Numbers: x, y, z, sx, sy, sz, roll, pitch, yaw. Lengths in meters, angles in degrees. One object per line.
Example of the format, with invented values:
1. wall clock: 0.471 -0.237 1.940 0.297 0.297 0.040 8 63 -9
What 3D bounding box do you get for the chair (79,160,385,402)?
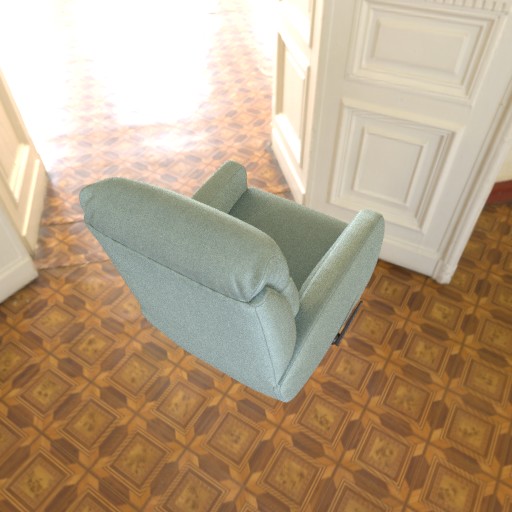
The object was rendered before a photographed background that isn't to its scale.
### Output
1. chair: 0.000 0.000 1.721 0.812 1.013 0.940 24 51 21
